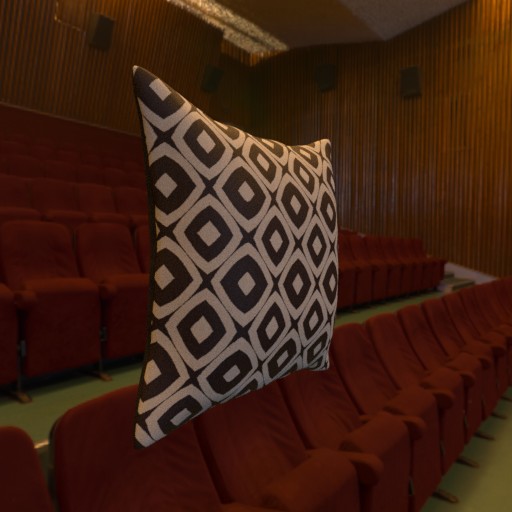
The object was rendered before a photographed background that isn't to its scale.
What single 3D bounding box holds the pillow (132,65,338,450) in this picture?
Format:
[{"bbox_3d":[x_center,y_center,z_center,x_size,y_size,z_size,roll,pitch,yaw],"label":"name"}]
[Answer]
[{"bbox_3d":[0.000,0.000,0.762,0.188,0.494,0.504,1,1,38],"label":"pillow"}]
